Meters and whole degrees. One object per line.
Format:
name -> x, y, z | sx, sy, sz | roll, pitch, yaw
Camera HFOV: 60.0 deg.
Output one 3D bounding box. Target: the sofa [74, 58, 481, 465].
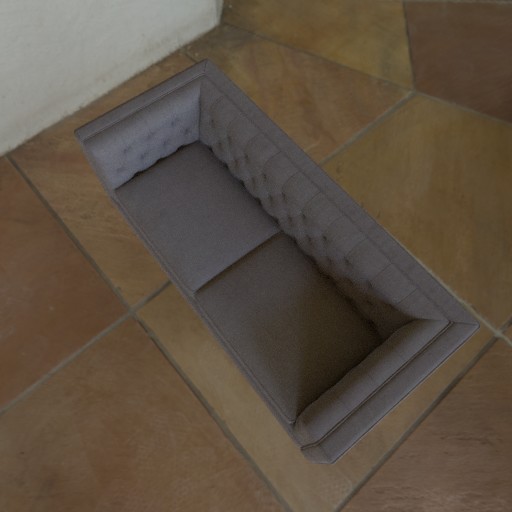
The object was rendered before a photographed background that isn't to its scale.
sofa -> 0.000, 0.000, 2.190 | 0.775, 0.762, 1.778 | -36, 70, -15
